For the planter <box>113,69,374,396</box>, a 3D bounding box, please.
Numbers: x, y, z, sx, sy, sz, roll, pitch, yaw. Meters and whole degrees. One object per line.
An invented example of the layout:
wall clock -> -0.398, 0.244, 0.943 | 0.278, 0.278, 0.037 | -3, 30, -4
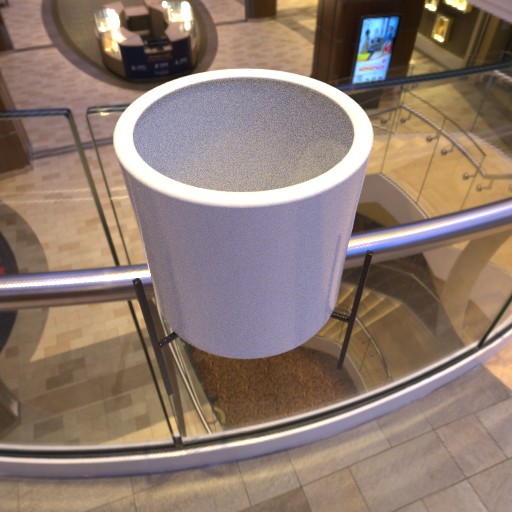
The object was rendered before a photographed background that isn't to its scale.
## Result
planter -> 0.000, 0.000, 0.733 | 0.361, 0.480, 0.360 | 17, 48, 16
